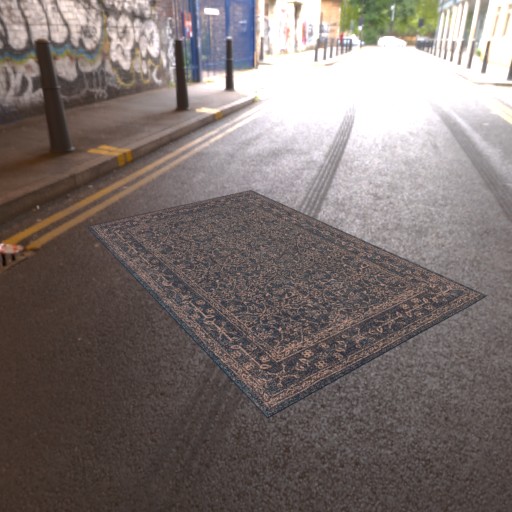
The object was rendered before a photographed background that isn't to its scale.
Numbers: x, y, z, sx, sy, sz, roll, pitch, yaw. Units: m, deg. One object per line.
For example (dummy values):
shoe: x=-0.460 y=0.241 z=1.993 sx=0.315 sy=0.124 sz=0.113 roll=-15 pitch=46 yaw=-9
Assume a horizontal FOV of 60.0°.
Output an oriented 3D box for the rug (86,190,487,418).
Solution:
rug: x=0.000 y=0.000 z=2.295 sx=1.200 sy=0.005 sz=1.819 roll=-18 pitch=31 yaw=-31
